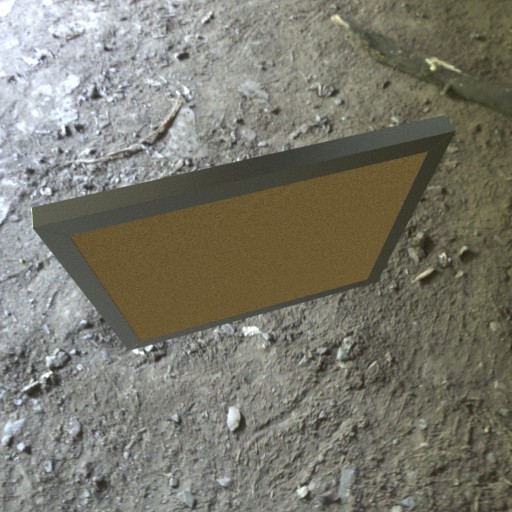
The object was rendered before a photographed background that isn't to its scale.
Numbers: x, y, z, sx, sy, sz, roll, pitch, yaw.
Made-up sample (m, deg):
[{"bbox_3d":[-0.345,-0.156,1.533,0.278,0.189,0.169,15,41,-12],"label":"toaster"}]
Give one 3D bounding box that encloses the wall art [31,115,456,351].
[{"bbox_3d":[0.000,0.000,0.765,0.557,0.456,0.032,-14,61,-8],"label":"wall art"}]
